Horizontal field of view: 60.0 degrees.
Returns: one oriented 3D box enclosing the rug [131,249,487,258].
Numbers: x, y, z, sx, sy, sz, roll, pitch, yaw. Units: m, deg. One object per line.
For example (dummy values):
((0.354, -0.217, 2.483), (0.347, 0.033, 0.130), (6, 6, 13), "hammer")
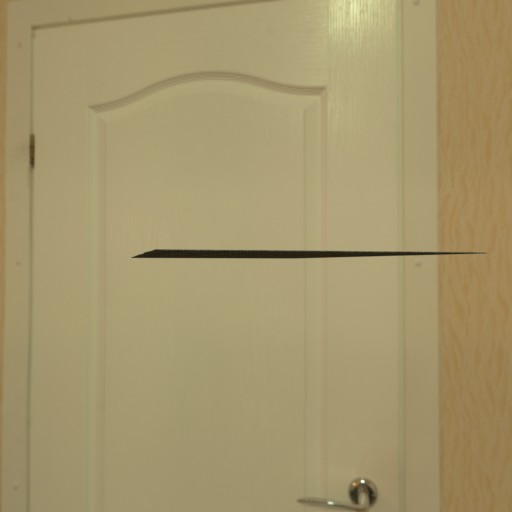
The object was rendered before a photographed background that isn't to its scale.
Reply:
((0.000, 0.000, 4.206), (2.190, 0.008, 3.371), (0, -1, -18), "rug")
